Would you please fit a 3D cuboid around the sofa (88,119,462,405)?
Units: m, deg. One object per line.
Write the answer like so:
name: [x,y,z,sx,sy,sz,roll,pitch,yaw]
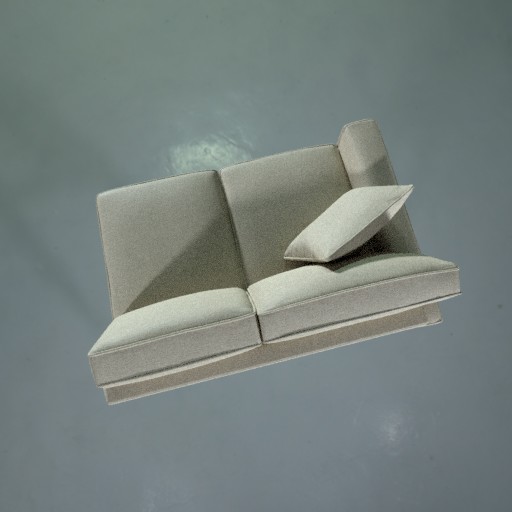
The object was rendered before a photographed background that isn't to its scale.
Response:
sofa: [0.000,0.000,2.056,1.388,0.989,0.991,-13,76,-3]
